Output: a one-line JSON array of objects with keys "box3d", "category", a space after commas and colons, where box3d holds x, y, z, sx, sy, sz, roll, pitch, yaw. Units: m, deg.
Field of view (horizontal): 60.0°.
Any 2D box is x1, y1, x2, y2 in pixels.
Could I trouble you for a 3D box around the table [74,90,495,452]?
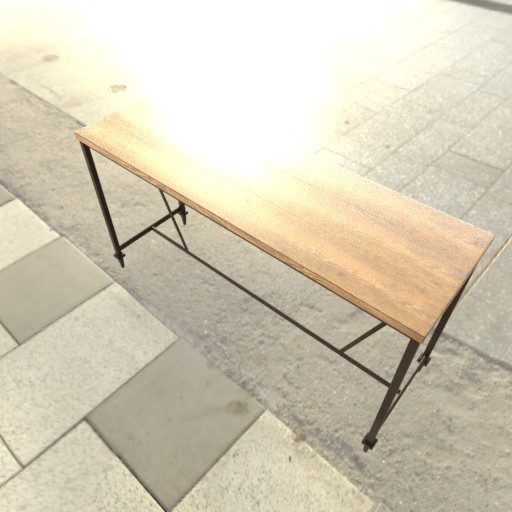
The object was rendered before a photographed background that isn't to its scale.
[{"box3d": [0.000, 0.000, 2.080, 1.700, 0.902, 0.551, 31, 53, 27], "category": "table"}]
